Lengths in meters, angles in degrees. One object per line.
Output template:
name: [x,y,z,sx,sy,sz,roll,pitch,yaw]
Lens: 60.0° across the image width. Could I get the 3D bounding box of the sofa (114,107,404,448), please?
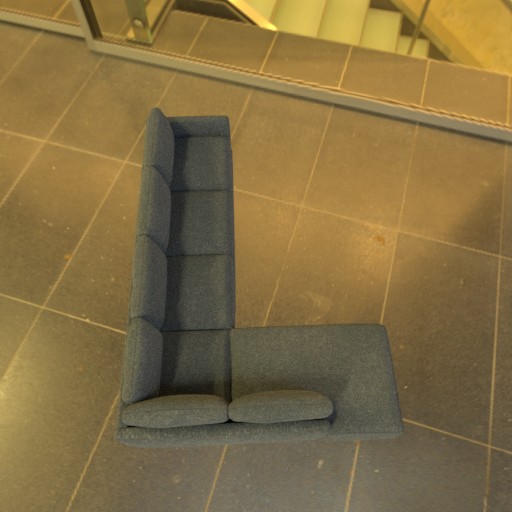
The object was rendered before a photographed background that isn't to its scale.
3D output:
sofa: [0.000,0.000,3.788,2.007,0.815,2.949,-2,62,-1]
